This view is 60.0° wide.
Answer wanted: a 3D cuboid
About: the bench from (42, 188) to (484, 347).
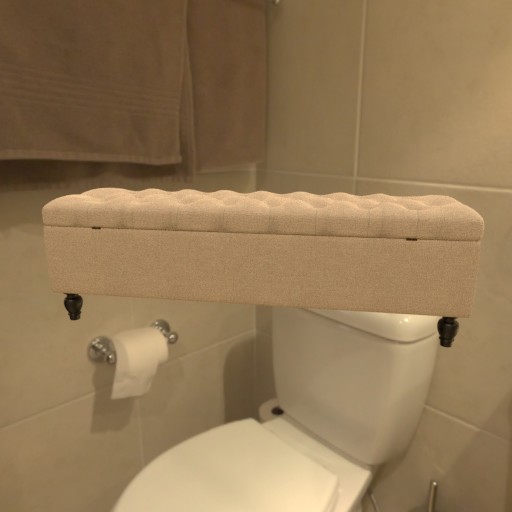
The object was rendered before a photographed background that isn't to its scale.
[{"bbox_3d":[0.000,0.000,1.704,1.480,0.467,0.455,3,16,9],"label":"bench"}]
